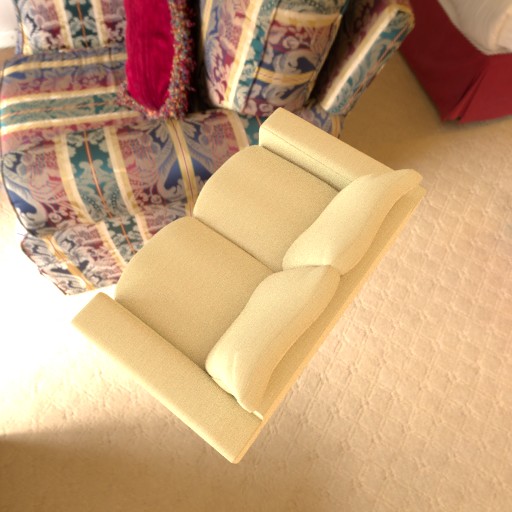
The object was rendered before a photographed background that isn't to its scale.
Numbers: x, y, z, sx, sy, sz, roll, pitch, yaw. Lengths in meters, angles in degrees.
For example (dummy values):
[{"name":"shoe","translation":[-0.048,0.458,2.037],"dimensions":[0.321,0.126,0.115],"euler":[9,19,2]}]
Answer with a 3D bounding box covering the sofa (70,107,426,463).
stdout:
[{"name":"sofa","translation":[0.000,0.000,2.416],"dimensions":[1.091,0.875,1.754],"euler":[35,69,15]}]
